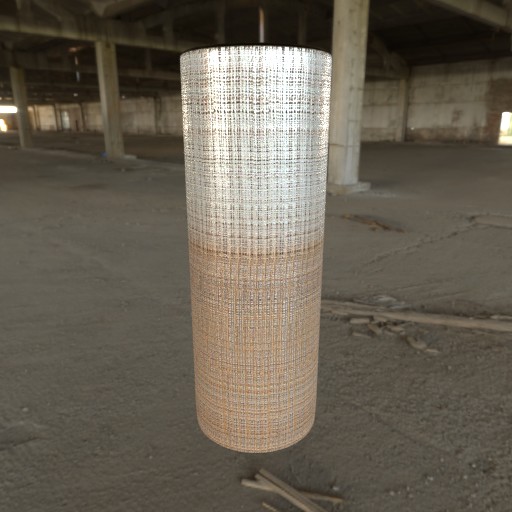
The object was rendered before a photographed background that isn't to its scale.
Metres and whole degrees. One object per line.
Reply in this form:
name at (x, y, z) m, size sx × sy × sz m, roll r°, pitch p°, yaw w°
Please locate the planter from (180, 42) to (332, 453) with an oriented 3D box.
planter at (0.000, 0.000, 0.332) m, size 0.099 × 0.278 × 0.099 m, roll -16°, pitch 23°, yaw -41°
